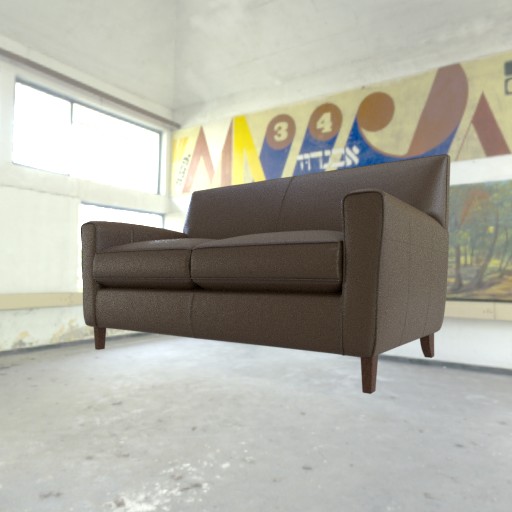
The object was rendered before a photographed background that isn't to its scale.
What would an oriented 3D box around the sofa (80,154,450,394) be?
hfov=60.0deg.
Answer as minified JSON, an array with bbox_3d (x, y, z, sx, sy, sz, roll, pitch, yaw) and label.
[{"bbox_3d":[0.000,0.000,1.978,1.468,0.859,0.853,-2,-3,35],"label":"sofa"}]
